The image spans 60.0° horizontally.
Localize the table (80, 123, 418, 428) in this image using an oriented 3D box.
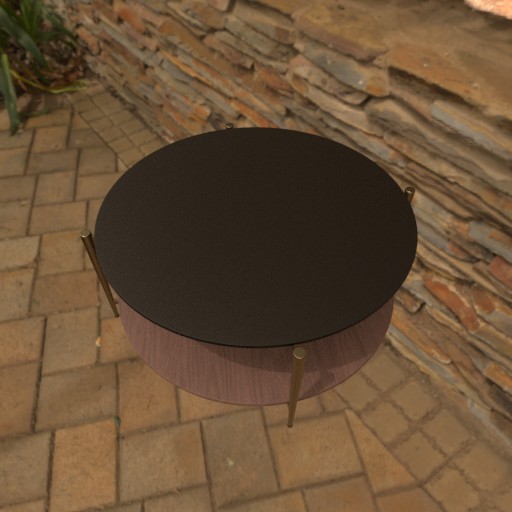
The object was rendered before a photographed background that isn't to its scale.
[{"bbox_3d":[0.000,0.000,1.469,0.938,0.400,0.938,-33,55,-27],"label":"table"}]
